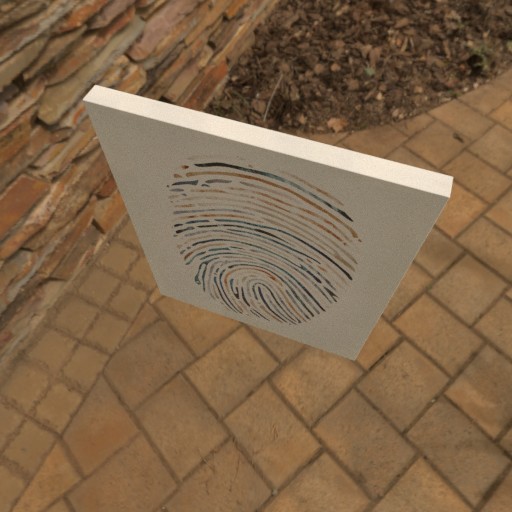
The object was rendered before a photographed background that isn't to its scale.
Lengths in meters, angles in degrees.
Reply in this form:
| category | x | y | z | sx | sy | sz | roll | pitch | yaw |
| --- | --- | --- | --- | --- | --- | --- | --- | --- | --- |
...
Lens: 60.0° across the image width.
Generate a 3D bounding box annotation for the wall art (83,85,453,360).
| category | x | y | z | sx | sy | sz | roll | pitch | yaw |
| --- | --- | --- | --- | --- | --- | --- | --- | --- | --- |
| wall art | 0.000 | 0.000 | 0.843 | 0.508 | 0.606 | 0.037 | 17 | 60 | 10 |
